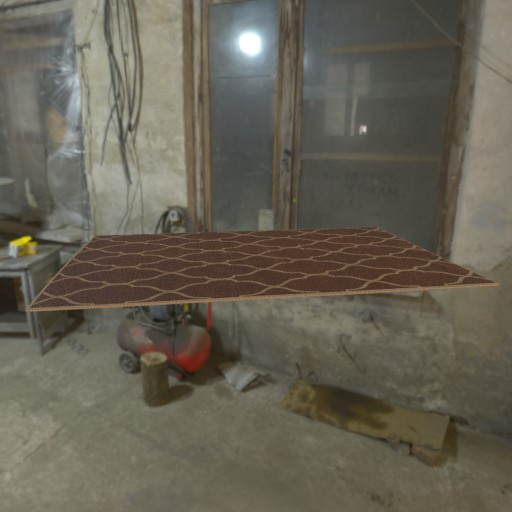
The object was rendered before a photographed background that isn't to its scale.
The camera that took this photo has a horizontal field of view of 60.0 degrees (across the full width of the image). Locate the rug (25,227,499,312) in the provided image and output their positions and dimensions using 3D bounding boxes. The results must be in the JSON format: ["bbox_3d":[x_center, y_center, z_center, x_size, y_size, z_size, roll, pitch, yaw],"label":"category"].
[{"bbox_3d":[0.000,0.000,2.821,2.294,0.014,1.528,-2,15,-9],"label":"rug"}]
